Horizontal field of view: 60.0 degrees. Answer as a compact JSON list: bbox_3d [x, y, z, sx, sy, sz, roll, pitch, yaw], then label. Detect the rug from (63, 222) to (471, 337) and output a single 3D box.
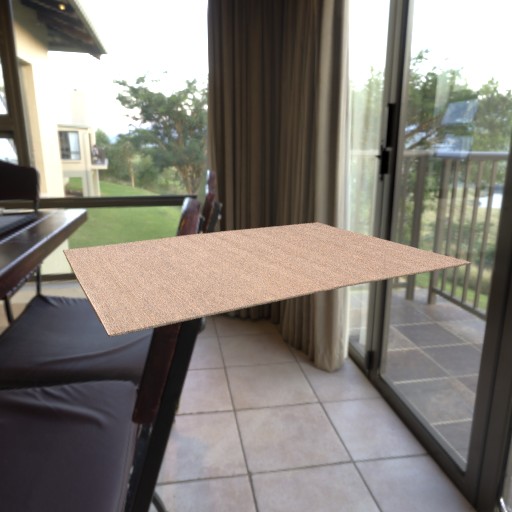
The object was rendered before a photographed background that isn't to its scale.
[{"bbox_3d":[0.000,0.000,3.001,2.264,0.030,1.624,-8,17,-28],"label":"rug"}]
